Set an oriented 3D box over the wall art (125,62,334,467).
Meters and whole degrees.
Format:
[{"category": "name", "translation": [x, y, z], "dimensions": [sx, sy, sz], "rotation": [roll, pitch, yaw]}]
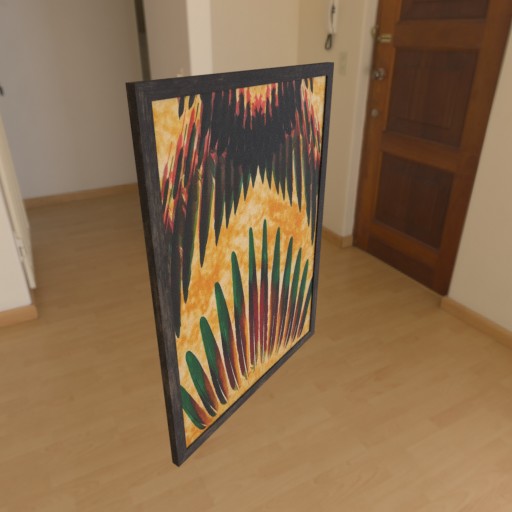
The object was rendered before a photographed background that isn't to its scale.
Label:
[{"category": "wall art", "translation": [0.000, 0.000, 1.375], "dimensions": [0.029, 1.066, 0.812], "rotation": [18, 32, 32]}]
